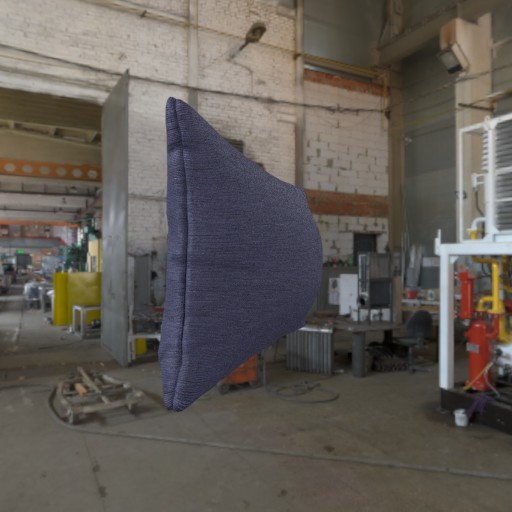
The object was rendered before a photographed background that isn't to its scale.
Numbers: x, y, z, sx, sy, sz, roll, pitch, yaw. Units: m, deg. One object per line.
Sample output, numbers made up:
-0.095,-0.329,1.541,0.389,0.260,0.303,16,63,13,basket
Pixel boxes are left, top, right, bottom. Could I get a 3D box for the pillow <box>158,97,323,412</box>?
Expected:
0.000,0.000,0.770,0.210,0.338,0.633,0,0,18,pillow
